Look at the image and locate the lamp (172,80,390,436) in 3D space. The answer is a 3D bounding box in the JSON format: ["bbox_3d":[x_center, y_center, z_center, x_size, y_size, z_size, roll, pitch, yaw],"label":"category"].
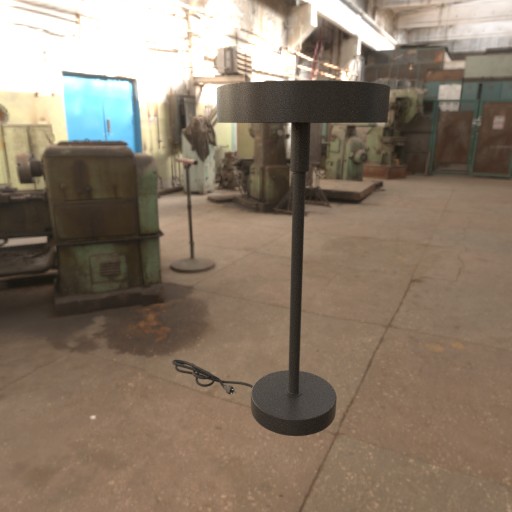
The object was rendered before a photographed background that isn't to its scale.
[{"bbox_3d":[0.000,0.000,0.698,0.369,0.508,0.229,9,19,28],"label":"lamp"}]
